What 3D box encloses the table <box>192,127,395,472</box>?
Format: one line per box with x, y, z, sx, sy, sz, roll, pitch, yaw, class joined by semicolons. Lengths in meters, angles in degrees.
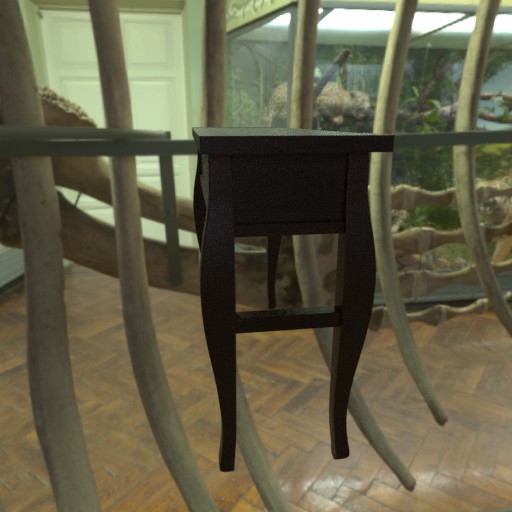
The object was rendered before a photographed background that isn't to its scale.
0.000;0.000;1.401;0.373;0.768;1.062;-3;17;-8;table
